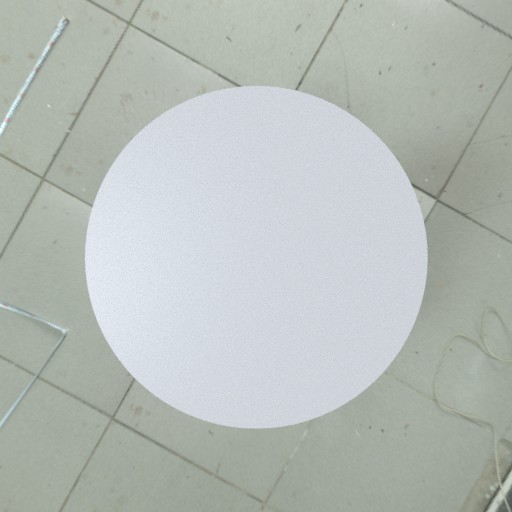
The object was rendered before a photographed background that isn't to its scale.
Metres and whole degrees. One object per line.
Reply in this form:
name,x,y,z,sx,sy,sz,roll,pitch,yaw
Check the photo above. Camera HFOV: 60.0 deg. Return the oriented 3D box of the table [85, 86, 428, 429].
table,0.000,0.000,1.538,0.896,0.762,0.896,0,91,0
